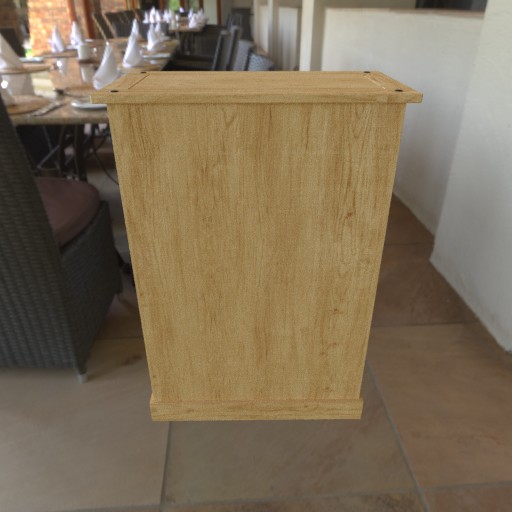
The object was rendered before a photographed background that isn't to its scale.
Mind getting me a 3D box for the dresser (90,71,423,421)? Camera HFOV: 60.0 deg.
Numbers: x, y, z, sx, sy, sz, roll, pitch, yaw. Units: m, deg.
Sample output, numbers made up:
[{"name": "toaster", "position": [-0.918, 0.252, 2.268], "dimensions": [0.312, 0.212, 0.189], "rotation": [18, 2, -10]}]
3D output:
[{"name": "dresser", "position": [0.000, 0.000, 1.743], "dimensions": [0.915, 1.300, 0.485], "rotation": [0, 30, -1]}]
